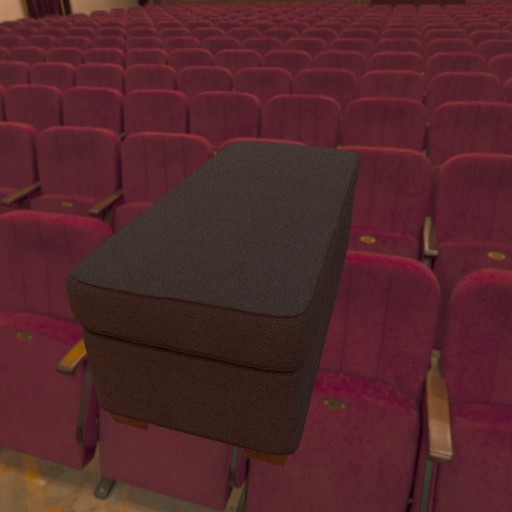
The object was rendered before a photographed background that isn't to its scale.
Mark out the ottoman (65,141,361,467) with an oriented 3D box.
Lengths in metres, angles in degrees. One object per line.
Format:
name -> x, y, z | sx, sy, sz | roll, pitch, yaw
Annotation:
ottoman -> 0.000, 0.000, 1.376 | 0.515, 0.460, 1.110 | 8, 31, 14
